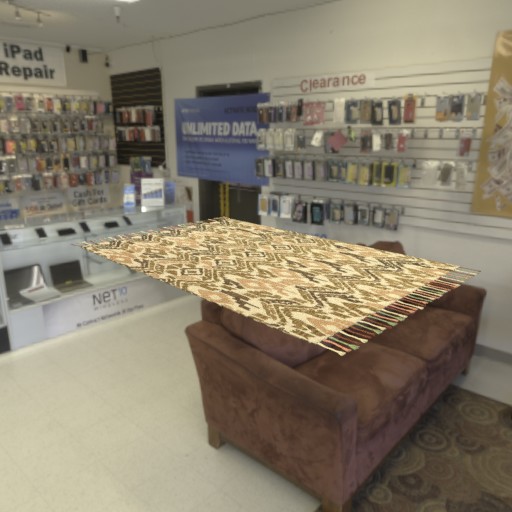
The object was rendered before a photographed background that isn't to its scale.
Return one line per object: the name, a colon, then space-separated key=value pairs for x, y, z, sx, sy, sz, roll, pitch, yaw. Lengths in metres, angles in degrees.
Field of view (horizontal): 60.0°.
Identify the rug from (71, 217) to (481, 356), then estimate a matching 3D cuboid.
rug: x=0.000 y=0.000 z=3.017 sx=1.524 sy=0.008 sz=2.438 roll=-15 pitch=22 yaw=-43
